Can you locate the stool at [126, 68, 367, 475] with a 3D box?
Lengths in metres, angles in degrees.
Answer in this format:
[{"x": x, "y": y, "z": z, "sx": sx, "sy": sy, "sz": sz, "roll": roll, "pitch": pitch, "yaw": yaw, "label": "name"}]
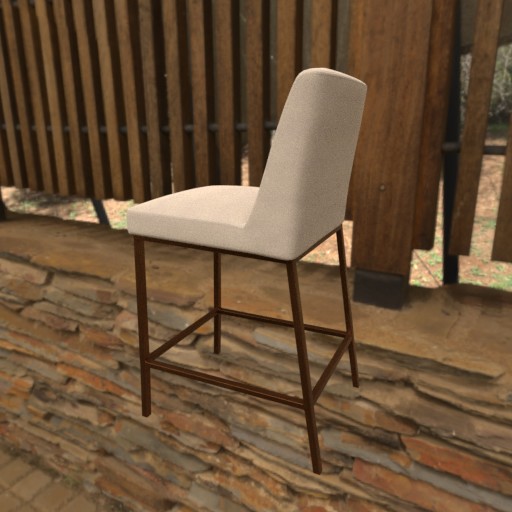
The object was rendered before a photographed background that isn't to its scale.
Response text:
[{"x": 0.000, "y": 0.000, "z": 1.310, "sx": 0.576, "sy": 0.973, "sz": 0.507, "roll": 7, "pitch": 18, "yaw": 24, "label": "stool"}]
